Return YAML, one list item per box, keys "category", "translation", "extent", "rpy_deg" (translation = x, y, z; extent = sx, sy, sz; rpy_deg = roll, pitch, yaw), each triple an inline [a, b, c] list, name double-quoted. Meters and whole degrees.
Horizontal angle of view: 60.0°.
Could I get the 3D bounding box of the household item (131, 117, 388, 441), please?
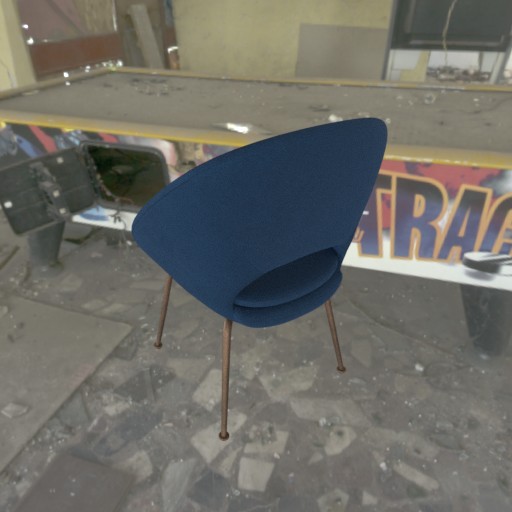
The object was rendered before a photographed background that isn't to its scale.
- category: "household item"
  translation: [0.000, 0.000, 1.255]
  extent: [0.623, 0.852, 0.573]
  rpy_deg: [-19, 36, -29]
